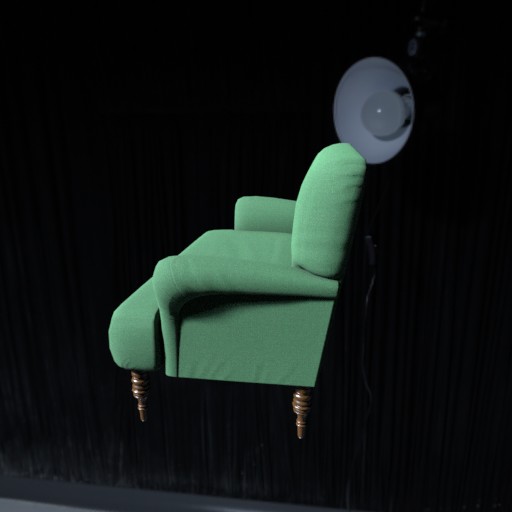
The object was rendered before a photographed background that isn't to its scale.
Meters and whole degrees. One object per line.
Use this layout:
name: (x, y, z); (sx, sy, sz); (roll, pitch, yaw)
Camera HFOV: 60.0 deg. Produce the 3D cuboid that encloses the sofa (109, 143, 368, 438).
sofa: (0.000, 0.000, 1.863); (0.779, 0.889, 1.297); (3, 17, 9)
